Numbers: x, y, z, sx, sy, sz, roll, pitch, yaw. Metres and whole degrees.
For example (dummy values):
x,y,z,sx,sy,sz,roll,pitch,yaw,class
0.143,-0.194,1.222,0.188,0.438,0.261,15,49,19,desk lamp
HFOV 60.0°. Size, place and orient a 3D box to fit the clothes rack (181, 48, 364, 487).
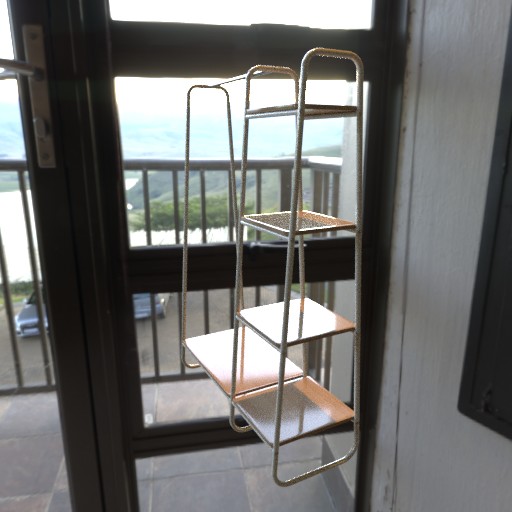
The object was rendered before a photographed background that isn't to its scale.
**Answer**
x,y,z,sx,sy,sz,roll,pitch,yaw,class
0.000,0.000,1.932,0.400,1.500,1.011,-8,17,-27,clothes rack
